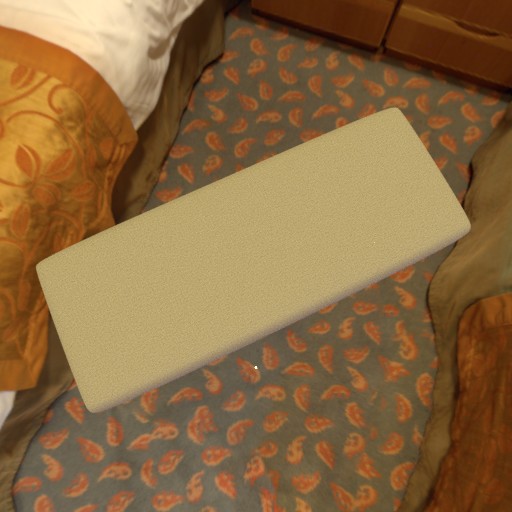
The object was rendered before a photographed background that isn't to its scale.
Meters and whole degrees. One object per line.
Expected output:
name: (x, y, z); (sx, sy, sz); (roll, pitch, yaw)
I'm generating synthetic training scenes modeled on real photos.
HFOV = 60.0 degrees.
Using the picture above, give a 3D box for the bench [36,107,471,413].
bench: (0.000, 0.000, 1.874); (1.609, 0.393, 0.646); (-25, 77, -6)
